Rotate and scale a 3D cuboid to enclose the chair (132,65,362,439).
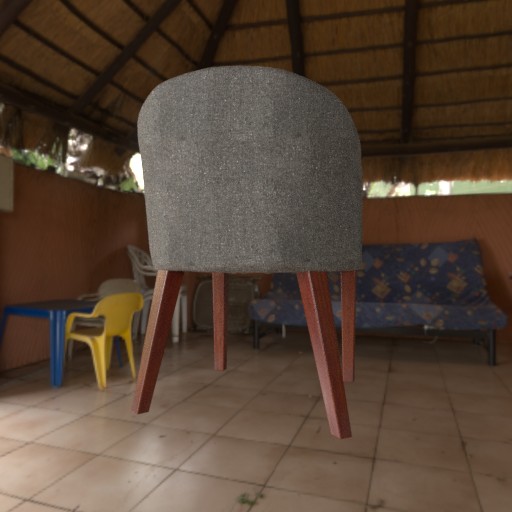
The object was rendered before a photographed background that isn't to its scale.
[{"bbox_3d":[0.000,0.000,1.243,0.583,0.811,0.655,0,0,18],"label":"chair"}]
